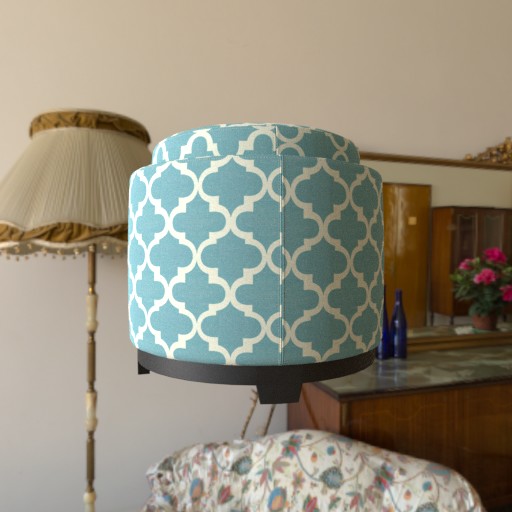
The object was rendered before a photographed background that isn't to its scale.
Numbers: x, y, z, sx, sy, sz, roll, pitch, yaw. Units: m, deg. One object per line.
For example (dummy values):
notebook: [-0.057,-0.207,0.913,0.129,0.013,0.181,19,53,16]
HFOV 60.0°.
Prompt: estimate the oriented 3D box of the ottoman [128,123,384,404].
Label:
ottoman: [0.000,0.000,0.864,0.480,0.429,0.480,0,0,0]
